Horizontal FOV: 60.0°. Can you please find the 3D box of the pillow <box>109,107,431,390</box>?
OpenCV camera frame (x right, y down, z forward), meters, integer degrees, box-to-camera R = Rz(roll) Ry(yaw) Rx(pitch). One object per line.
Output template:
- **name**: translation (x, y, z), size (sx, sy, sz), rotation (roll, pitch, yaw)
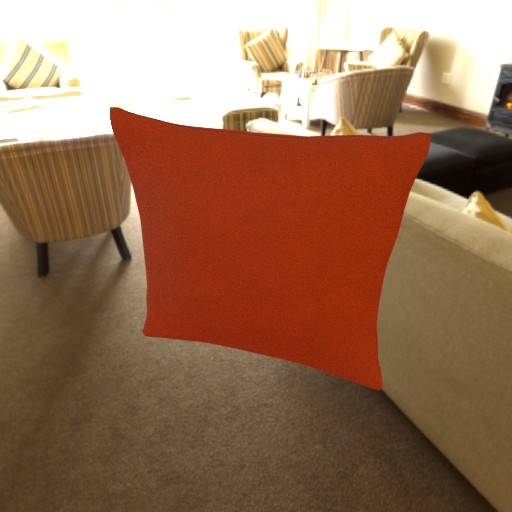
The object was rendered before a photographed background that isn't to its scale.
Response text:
- **pillow**: translation (0.000, 0.000, 0.676), size (0.435, 0.416, 0.151), rotation (9, 32, 15)
